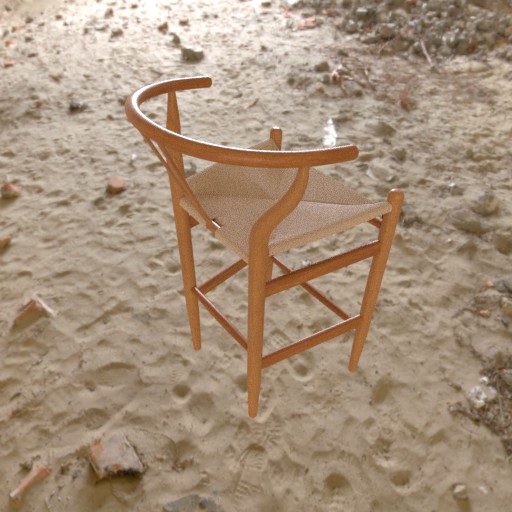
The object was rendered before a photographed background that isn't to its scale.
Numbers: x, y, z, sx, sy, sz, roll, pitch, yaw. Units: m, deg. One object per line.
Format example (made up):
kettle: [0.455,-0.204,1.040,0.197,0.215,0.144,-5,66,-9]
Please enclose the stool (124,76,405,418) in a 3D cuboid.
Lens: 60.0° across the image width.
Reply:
stool: [0.000,0.000,1.312,0.579,0.970,0.569,-26,46,-28]
